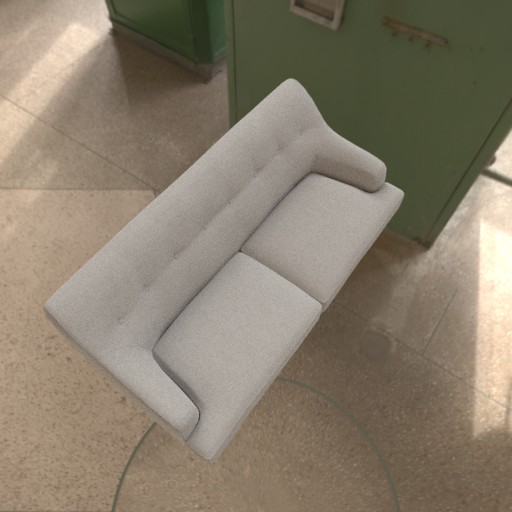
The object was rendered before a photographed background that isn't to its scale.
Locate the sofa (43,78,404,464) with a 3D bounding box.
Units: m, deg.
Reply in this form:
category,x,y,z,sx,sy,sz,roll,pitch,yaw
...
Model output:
category,x,y,z,sx,sy,sz,roll,pitch,yaw
sofa,0.000,0.000,2.605,0.978,0.871,2.057,33,64,18
